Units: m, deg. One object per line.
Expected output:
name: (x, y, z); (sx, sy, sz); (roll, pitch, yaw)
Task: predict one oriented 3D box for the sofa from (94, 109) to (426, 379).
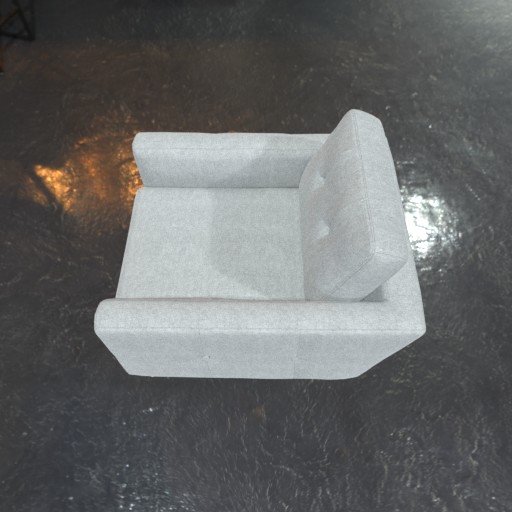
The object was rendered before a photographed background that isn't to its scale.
sofa: (0.000, 0.000, 1.544); (0.920, 0.860, 0.770); (0, 58, 0)
